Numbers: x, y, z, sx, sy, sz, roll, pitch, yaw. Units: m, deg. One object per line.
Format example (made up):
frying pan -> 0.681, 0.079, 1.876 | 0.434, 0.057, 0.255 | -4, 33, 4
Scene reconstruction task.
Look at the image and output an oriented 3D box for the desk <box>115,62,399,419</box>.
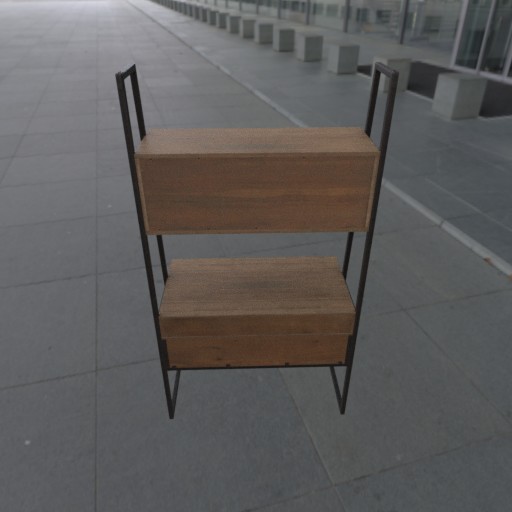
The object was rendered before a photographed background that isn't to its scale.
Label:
desk -> 0.000, 0.000, 2.219 | 0.982, 1.809, 0.515 | -1, 32, -2
